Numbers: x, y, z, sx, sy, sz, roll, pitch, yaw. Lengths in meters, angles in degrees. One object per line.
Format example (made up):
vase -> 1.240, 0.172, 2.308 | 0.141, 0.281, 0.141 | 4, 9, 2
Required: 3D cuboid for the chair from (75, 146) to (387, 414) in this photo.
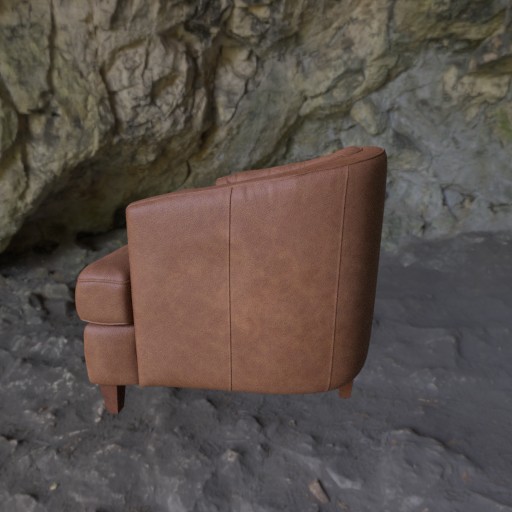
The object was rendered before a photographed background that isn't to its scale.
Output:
chair -> 0.000, 0.000, 1.735 | 0.911, 0.836, 1.119 | 2, 14, 9
